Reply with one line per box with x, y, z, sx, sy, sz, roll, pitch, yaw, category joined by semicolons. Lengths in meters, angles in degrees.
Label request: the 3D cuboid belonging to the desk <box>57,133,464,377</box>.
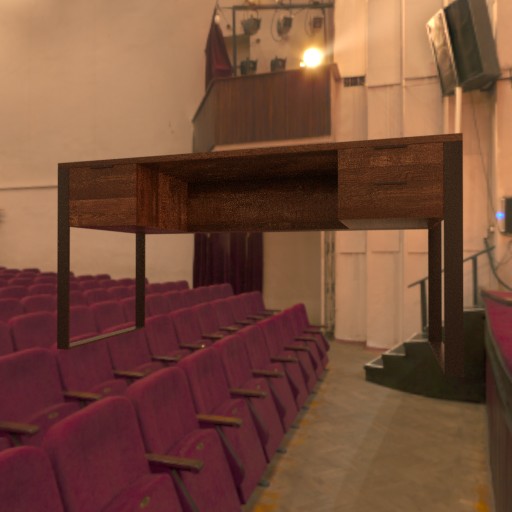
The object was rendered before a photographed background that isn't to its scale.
0.000;0.000;1.882;1.524;0.762;0.599;0;0;17;desk
